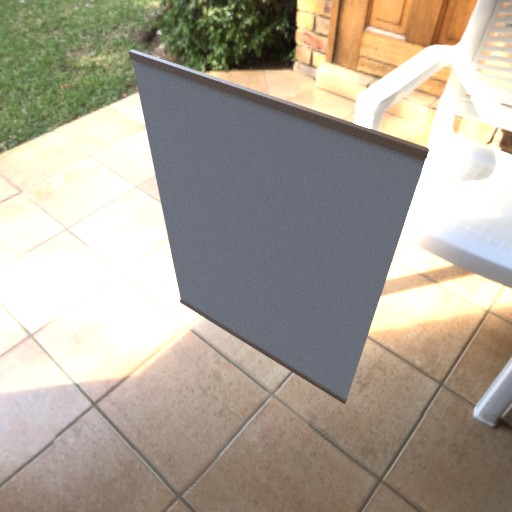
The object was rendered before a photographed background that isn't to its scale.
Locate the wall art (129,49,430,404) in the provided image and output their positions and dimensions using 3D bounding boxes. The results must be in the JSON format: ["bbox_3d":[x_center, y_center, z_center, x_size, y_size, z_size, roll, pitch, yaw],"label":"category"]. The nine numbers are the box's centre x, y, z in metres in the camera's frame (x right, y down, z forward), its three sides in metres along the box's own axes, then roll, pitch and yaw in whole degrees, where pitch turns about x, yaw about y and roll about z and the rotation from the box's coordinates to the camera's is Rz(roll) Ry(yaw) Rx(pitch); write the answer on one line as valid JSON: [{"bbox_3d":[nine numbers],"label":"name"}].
[{"bbox_3d":[0.000,0.000,1.314,0.758,1.016,0.013,27,52,23],"label":"wall art"}]
